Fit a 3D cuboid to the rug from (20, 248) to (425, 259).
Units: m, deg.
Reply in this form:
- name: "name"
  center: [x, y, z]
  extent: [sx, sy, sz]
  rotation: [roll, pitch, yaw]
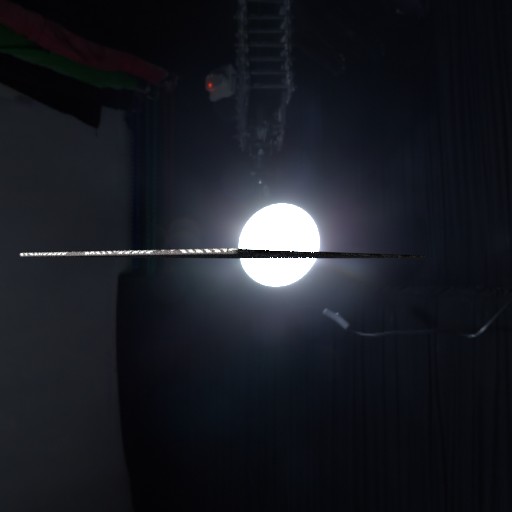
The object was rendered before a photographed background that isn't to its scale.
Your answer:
- name: "rug"
  center: [0.000, 0.000, 2.304]
  extent: [1.210, 0.016, 1.833]
  rotation: [-1, -1, 36]
